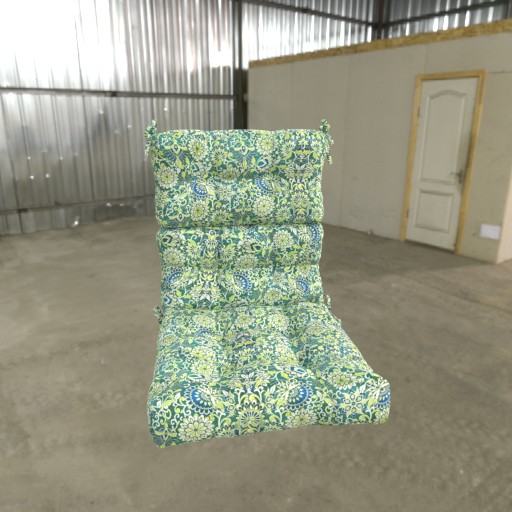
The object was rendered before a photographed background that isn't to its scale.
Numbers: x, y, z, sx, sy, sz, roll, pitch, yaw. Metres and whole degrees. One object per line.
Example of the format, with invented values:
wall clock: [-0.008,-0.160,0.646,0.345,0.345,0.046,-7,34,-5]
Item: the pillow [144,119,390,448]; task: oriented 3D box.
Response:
pillow: [0.000,0.000,1.032,0.519,0.605,0.571,-3,18,-8]
